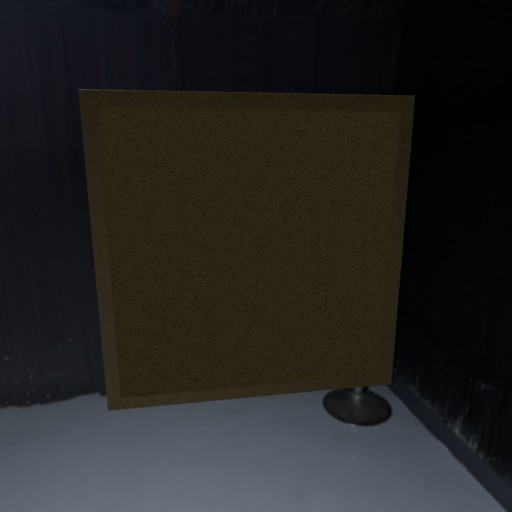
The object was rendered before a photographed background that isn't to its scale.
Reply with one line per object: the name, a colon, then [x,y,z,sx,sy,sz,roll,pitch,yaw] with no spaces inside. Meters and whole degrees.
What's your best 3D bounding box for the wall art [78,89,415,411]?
wall art: [0.000,0.000,2.802,1.935,1.936,0.097,-2,14,-9]
